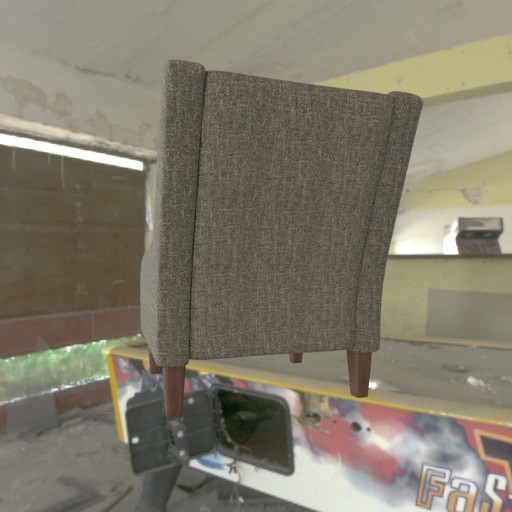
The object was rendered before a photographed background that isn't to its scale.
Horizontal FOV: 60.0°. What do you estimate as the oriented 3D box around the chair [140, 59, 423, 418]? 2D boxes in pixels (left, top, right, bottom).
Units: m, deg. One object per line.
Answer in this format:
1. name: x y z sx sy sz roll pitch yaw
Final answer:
1. chair: 0.000 0.000 1.671 0.793 1.012 0.944 0 -1 -18
